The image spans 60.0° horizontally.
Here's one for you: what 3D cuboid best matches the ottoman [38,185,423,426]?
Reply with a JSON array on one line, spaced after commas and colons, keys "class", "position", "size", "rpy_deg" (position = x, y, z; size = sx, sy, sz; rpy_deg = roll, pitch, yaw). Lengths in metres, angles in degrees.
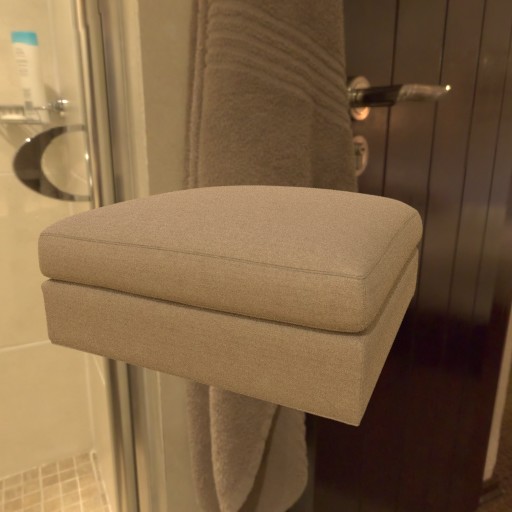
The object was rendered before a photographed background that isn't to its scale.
[{"class": "ottoman", "position": [0.000, 0.000, 1.614], "size": [1.041, 0.470, 1.041], "rpy_deg": [7, 16, 25]}]
